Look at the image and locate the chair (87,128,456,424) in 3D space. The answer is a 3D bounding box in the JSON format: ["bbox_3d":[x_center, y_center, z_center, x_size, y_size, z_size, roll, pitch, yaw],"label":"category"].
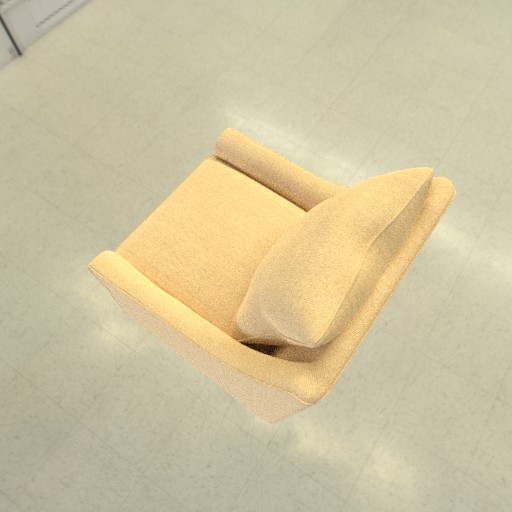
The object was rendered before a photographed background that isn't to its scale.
[{"bbox_3d":[0.000,0.000,1.528,0.876,0.927,0.760,33,68,16],"label":"chair"}]
